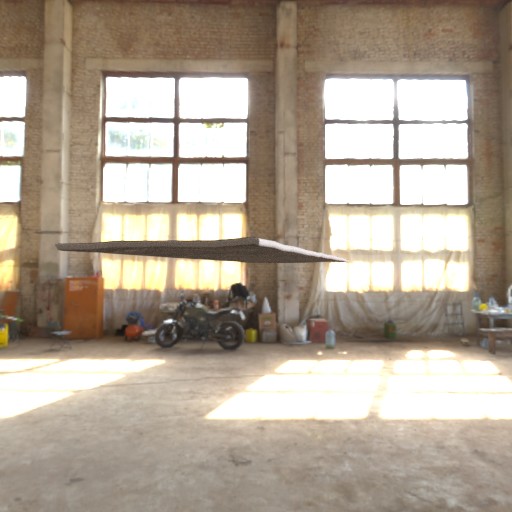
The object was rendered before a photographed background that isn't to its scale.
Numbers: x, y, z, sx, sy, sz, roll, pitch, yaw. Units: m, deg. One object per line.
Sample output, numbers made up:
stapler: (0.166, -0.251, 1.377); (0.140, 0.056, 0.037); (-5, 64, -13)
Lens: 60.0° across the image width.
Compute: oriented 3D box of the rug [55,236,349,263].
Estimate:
rug: (0.000, 0.000, 2.697); (0.832, 0.035, 2.381); (-1, -2, 19)
